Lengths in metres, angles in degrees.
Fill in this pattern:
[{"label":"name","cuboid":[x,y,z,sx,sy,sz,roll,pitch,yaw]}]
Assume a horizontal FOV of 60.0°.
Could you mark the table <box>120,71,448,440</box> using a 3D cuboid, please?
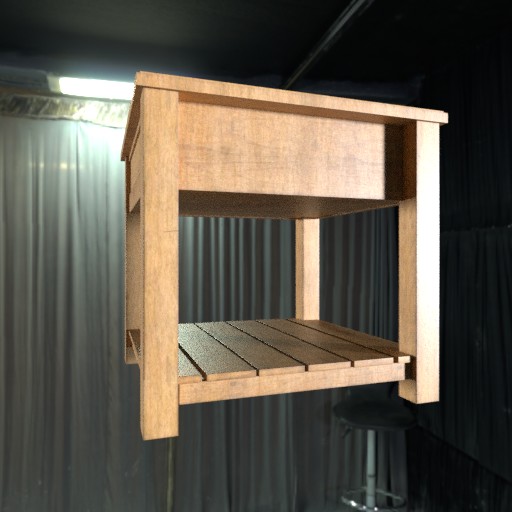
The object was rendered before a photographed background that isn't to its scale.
[{"label":"table","cuboid":[0.000,0.000,1.092,0.616,0.593,0.612,0,0,-19]}]
